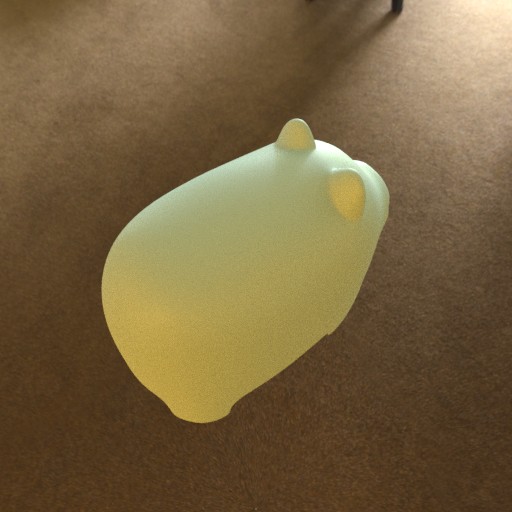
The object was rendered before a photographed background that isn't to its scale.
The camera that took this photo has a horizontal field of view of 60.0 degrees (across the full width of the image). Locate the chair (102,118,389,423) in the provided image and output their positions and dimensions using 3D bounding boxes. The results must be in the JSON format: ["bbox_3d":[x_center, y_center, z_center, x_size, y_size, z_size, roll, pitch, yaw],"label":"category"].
[{"bbox_3d":[0.000,0.000,0.858,0.619,0.423,0.364,-32,65,-17],"label":"chair"}]
